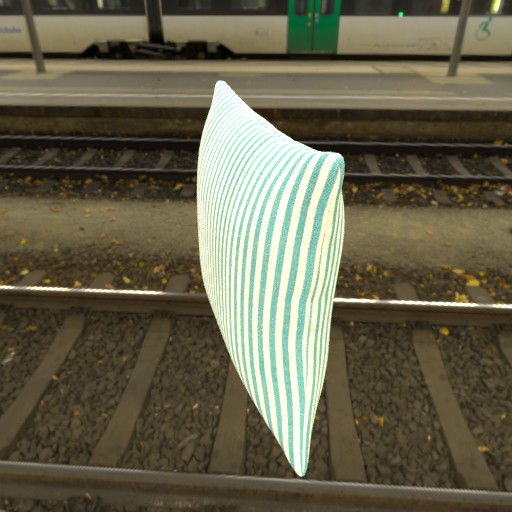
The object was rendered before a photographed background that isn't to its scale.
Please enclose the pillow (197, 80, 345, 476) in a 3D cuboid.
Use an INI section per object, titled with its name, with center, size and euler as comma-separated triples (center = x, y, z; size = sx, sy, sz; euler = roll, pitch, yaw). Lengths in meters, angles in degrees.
[pillow]
center = 0.000, 0.000, 0.777
size = 0.166, 0.510, 0.523
euler = -9, 31, -15
